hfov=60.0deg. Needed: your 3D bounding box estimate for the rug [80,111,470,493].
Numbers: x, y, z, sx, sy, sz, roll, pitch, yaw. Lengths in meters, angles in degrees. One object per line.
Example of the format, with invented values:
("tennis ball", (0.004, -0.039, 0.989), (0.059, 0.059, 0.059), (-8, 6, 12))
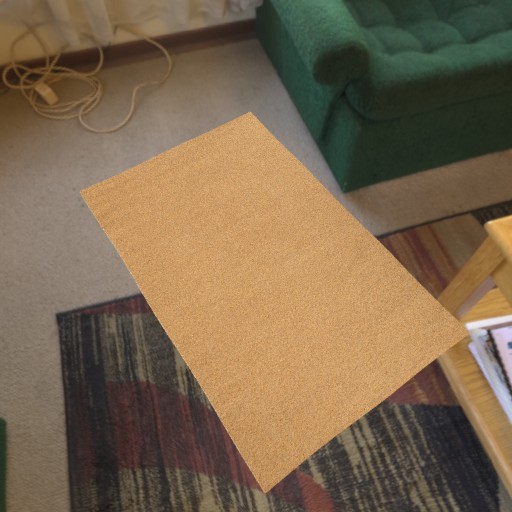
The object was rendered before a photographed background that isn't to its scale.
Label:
("rug", (0.000, 0.000, 2.942), (1.500, 0.025, 2.346), (-30, 63, -17))
